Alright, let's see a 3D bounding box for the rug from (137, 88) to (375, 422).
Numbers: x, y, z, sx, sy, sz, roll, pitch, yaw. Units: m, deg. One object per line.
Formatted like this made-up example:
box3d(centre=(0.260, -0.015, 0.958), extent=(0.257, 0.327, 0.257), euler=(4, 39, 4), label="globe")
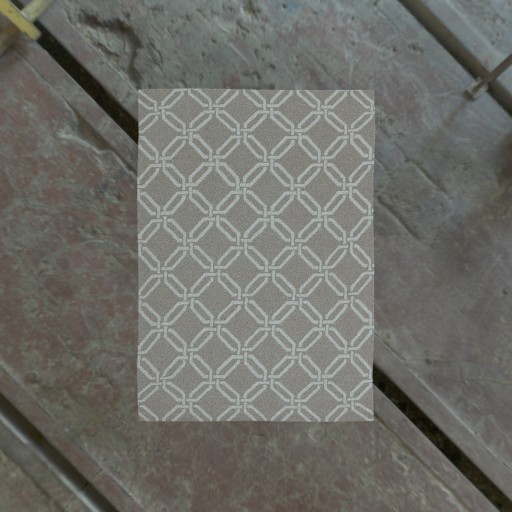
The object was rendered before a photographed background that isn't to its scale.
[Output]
box3d(centre=(0.000, 0.000, 2.837), extent=(1.524, 0.013, 2.135), euler=(0, 90, -1), label="rug")
